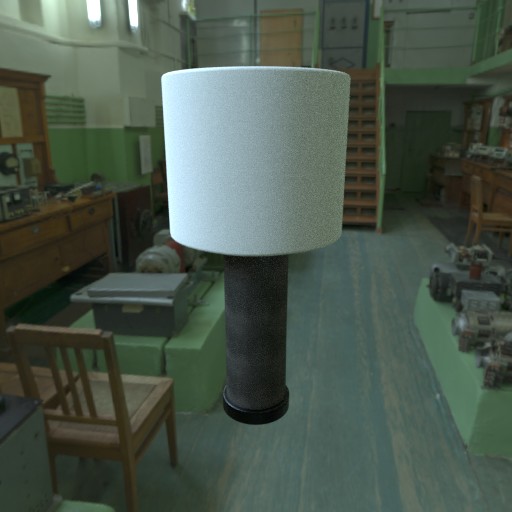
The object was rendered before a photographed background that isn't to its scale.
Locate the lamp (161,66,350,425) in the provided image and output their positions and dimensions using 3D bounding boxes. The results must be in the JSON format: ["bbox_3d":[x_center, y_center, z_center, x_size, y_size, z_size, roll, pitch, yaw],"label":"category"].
[{"bbox_3d":[0.000,0.000,0.818,0.305,0.634,0.305,2,17,8],"label":"lamp"}]
